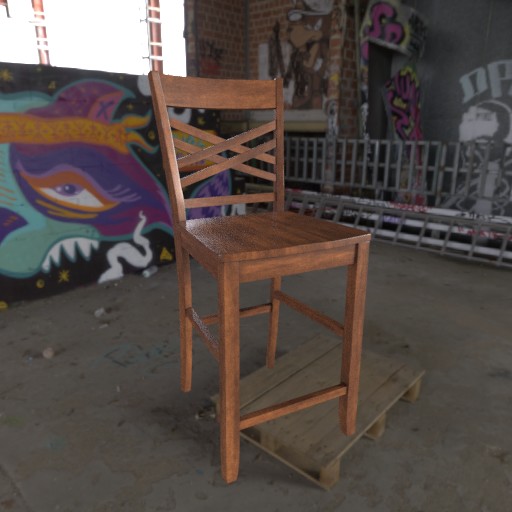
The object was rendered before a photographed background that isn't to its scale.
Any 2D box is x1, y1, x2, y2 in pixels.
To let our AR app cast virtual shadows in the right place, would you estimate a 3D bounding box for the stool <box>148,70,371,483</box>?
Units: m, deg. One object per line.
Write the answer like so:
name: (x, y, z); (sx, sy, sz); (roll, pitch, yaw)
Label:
stool: (0.000, 0.000, 1.356); (0.462, 1.079, 0.539); (-8, 18, -27)
